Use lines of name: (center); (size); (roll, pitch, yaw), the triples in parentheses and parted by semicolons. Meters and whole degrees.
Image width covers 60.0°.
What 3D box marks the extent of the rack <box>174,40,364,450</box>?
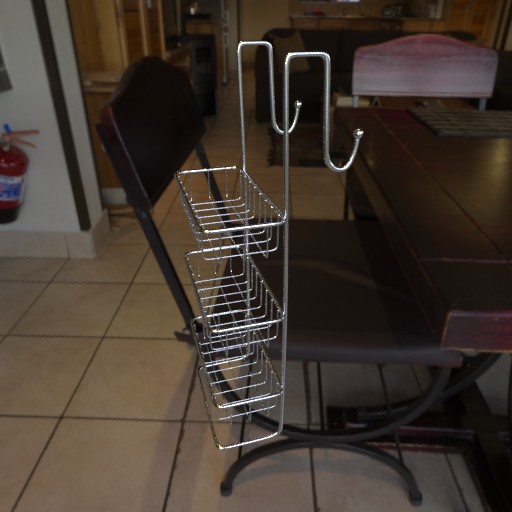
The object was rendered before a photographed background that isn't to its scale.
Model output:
rack: (0.000, 0.000, 0.667); (0.202, 0.574, 0.228); (-8, 30, -15)
